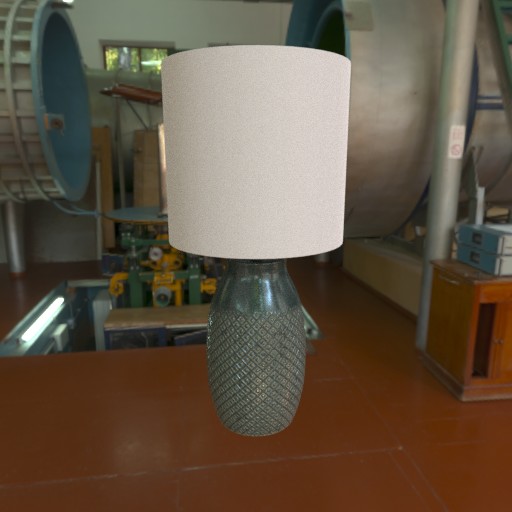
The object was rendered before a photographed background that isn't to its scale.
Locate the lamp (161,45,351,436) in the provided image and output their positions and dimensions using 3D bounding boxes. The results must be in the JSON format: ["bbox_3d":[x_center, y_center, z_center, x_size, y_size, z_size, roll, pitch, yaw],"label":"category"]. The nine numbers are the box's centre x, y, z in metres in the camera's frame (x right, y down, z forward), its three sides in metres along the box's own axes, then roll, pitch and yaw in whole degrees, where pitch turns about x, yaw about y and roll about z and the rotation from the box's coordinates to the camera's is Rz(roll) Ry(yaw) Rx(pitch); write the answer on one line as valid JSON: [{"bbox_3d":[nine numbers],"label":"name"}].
[{"bbox_3d":[0.000,0.000,0.568,0.217,0.453,0.217,6,15,25],"label":"lamp"}]
